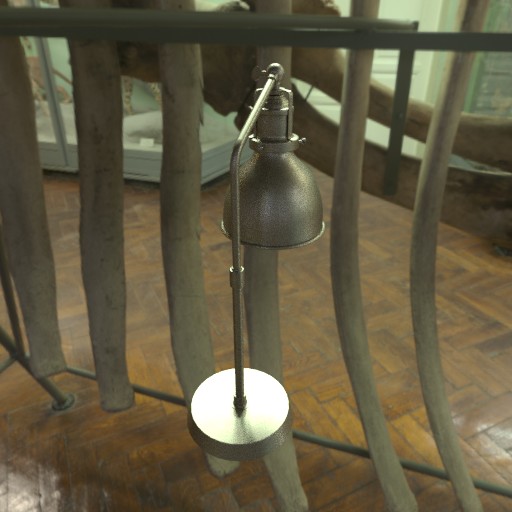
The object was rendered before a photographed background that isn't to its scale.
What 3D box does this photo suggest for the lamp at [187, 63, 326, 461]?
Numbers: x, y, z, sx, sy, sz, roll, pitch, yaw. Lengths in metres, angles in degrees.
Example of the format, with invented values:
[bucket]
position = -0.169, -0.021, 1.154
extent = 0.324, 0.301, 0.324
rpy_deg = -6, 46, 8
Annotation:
[lamp]
position = 0.000, 0.000, 0.585
extent = 0.153, 0.456, 0.286
rpy_deg = 10, 31, 17
